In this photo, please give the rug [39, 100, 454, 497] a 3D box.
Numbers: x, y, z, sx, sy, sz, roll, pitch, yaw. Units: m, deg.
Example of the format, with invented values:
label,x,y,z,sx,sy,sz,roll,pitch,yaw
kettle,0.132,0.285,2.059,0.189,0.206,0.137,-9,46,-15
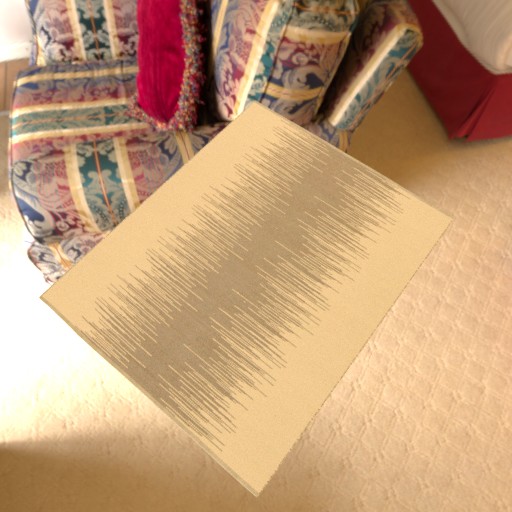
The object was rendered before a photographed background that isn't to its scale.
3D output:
label,x,y,z,sx,sy,sz,roll,pitch,yaw
rug,0.000,0.000,4.056,2.453,0.010,3.037,36,68,17
